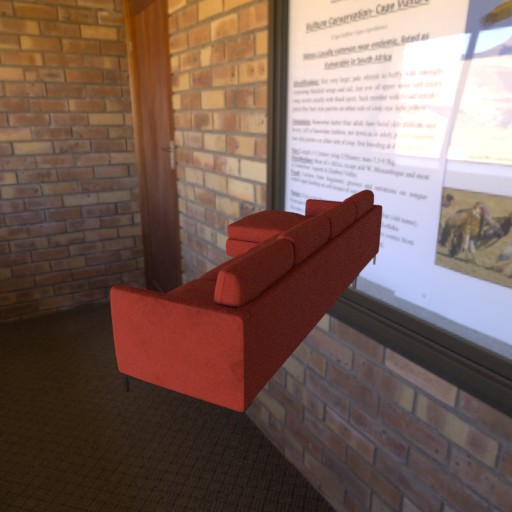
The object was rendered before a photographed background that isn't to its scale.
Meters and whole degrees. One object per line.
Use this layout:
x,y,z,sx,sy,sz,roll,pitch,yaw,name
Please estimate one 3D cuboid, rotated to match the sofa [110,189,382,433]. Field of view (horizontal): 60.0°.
0.000,0.000,2.940,1.136,0.663,2.467,9,19,26,sofa
